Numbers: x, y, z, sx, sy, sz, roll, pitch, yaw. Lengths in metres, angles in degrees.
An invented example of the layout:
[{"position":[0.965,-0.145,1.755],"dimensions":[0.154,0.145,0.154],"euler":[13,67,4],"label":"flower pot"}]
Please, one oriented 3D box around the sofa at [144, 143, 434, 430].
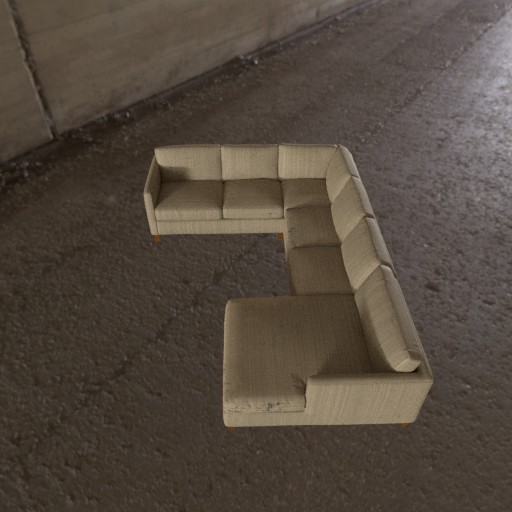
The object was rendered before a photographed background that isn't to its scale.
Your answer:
[{"position":[0.000,0.000,4.670],"dimensions":[2.594,0.961,3.460],"euler":[-1,42,-1],"label":"sofa"}]
